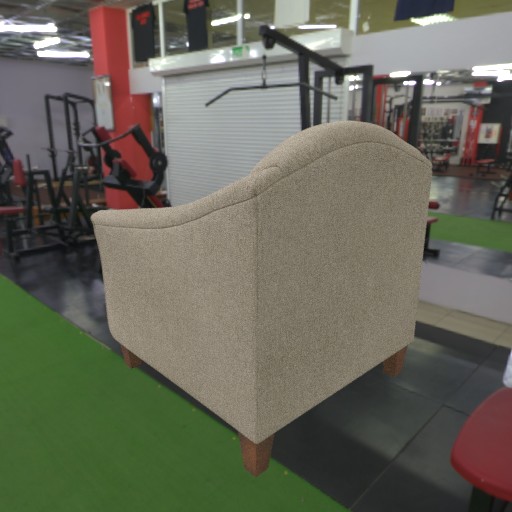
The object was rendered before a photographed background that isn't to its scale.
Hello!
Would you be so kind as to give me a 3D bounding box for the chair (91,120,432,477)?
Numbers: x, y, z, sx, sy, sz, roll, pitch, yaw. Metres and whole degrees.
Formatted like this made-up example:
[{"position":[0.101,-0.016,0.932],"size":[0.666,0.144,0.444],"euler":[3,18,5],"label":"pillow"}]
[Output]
[{"position":[0.000,0.000,1.444],"size":[0.763,0.839,0.787],"euler":[-15,22,-41],"label":"chair"}]
